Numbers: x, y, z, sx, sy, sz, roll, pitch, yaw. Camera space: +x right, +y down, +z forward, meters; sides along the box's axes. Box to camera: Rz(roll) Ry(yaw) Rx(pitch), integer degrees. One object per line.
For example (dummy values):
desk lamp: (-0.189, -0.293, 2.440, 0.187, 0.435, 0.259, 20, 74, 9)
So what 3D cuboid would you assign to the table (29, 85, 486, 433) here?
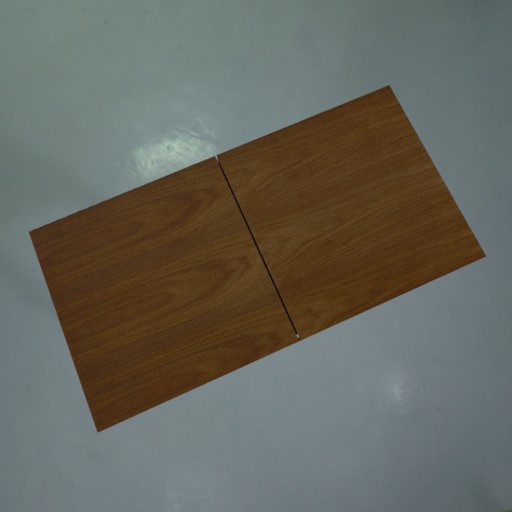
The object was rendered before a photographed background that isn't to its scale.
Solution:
table: (0.000, 0.000, 1.456, 1.194, 0.330, 0.610, -23, 79, -5)
